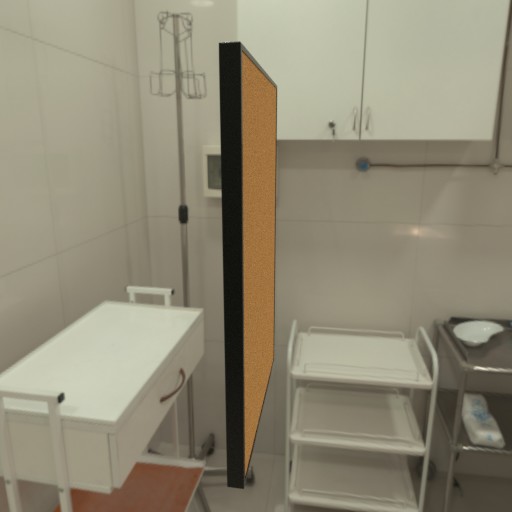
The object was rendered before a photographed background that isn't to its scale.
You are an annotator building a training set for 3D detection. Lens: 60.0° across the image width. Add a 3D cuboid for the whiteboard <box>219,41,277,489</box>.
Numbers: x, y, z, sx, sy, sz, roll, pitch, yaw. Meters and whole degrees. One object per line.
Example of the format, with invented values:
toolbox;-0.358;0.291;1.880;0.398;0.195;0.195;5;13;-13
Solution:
whiteboard;0.000;0.000;0.778;0.026;0.611;0.406;2;15;8
